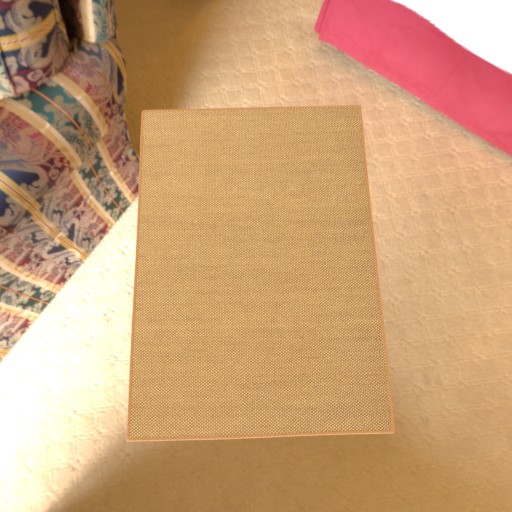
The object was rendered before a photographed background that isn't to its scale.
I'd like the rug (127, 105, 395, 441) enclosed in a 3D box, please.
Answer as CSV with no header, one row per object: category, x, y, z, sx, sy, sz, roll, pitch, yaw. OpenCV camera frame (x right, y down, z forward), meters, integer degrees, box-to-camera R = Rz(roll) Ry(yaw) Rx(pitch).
rug,0.000,0.000,2.787,1.524,0.013,2.134,-2,75,0
